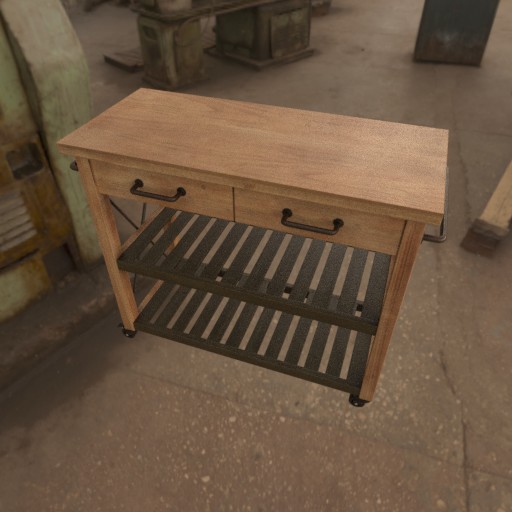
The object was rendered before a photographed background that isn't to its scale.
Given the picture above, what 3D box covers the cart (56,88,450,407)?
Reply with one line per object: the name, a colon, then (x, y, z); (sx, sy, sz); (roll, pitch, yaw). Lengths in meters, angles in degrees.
cart: (0.000, 0.000, 0.969); (0.686, 0.554, 0.298); (13, 42, 15)
